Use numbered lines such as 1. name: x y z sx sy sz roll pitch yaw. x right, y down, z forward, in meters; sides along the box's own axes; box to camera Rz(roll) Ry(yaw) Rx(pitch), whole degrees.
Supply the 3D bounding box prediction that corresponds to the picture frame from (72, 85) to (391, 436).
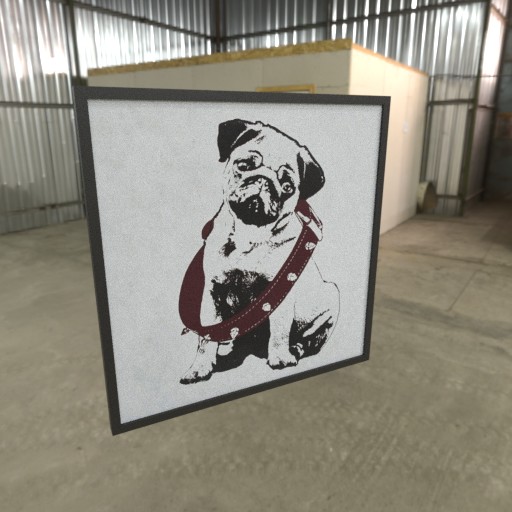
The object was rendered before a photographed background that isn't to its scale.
1. picture frame: 0.000 0.000 1.115 0.775 0.775 0.032 -8 19 -26
